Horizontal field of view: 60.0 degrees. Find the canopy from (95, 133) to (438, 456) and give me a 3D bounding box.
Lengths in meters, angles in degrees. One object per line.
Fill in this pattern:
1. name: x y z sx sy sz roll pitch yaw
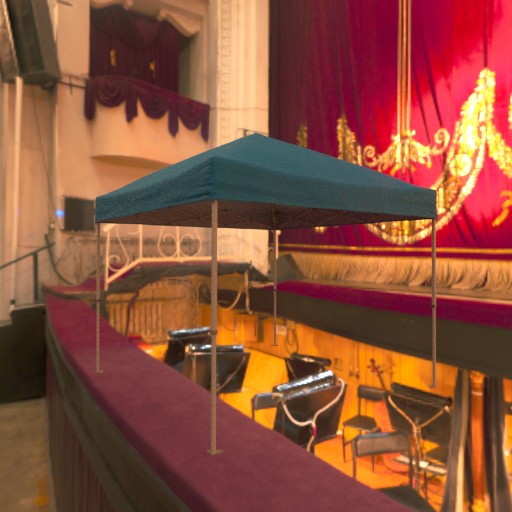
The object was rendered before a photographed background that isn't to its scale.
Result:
1. canopy: 0.000 0.000 5.395 2.996 2.997 2.998 0 0 -36
